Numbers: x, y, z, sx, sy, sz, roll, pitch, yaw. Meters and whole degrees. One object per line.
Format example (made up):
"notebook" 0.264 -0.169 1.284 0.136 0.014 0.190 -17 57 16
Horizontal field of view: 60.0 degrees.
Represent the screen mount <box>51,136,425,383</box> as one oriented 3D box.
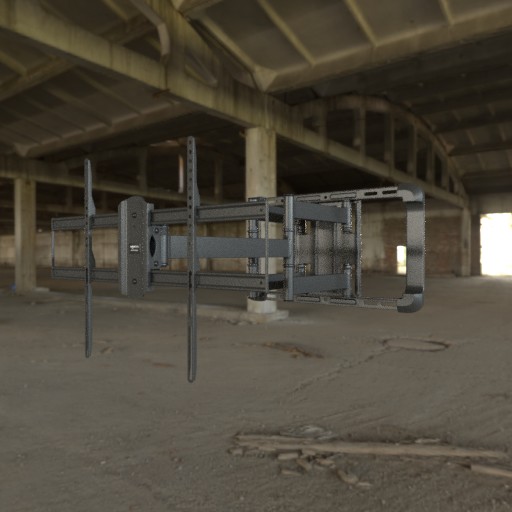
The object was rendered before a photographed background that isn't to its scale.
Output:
"screen mount" 0.000 0.000 1.320 0.725 0.483 0.905 0 1 36
